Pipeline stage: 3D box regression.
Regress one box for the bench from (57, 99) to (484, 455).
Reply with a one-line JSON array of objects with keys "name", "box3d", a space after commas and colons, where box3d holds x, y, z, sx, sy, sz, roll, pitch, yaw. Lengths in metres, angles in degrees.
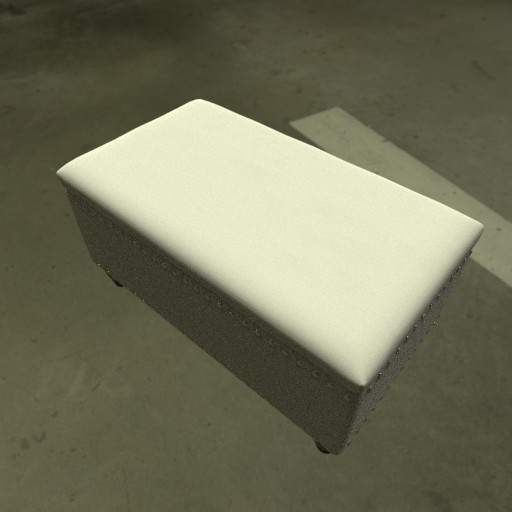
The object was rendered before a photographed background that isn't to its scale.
[{"name": "bench", "box3d": [0.000, 0.000, 1.166, 0.887, 0.449, 0.500, 32, 54, 27]}]
